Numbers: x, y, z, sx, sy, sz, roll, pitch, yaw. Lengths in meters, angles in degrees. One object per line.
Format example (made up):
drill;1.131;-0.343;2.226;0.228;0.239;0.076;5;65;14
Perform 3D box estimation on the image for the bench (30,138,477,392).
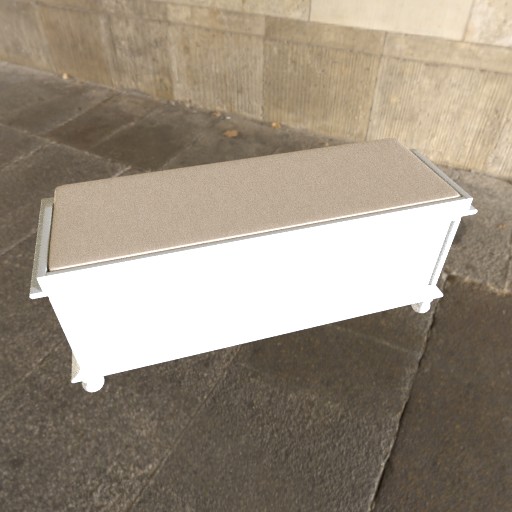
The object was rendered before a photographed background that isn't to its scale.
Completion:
bench;0.000;0.000;1.400;1.185;0.486;0.402;-11;43;-12
